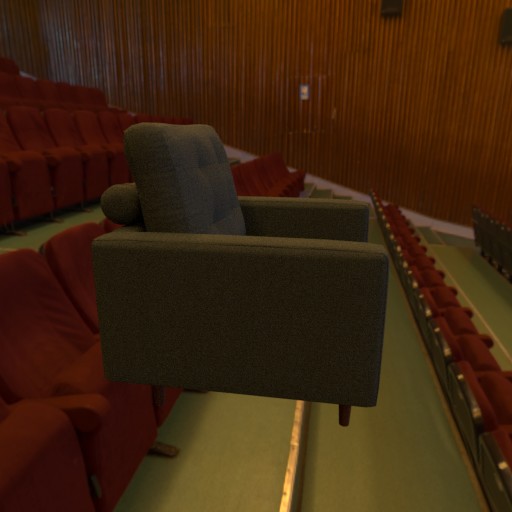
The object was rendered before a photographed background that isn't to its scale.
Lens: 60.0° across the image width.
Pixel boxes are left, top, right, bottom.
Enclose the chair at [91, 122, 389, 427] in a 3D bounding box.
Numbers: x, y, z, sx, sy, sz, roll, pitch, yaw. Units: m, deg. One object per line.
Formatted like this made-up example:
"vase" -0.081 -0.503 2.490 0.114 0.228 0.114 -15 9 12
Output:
"chair" 0.000 0.000 1.538 0.843 0.880 0.821 3 16 10
